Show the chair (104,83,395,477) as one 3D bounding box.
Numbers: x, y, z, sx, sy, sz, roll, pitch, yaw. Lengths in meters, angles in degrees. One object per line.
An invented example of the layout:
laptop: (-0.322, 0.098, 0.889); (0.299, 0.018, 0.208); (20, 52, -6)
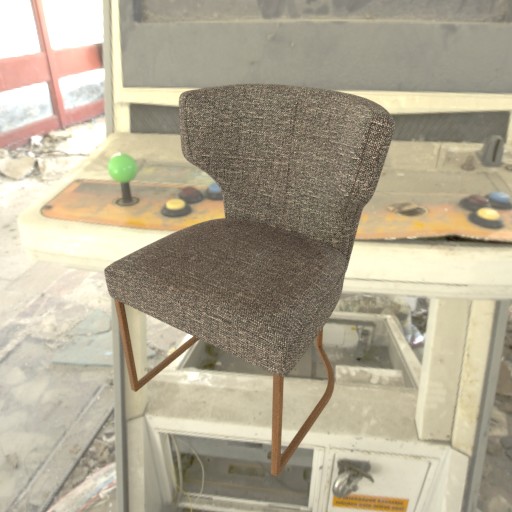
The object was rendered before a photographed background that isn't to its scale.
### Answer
chair: (0.000, 0.000, 1.231); (0.611, 0.824, 0.617); (18, 34, 29)
